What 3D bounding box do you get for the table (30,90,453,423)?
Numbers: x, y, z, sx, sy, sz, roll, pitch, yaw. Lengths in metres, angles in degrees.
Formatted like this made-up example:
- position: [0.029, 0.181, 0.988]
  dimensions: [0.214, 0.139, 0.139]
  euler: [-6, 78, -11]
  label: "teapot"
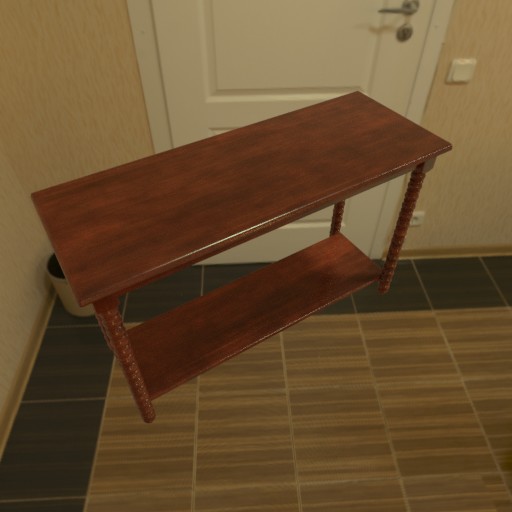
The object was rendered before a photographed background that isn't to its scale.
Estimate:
- position: [0.000, 0.000, 1.559]
  dimensions: [1.184, 0.740, 0.459]
  euler: [-24, 50, -22]
  label: "table"
